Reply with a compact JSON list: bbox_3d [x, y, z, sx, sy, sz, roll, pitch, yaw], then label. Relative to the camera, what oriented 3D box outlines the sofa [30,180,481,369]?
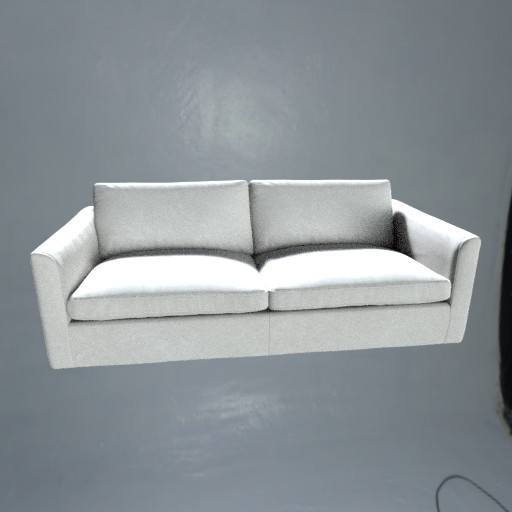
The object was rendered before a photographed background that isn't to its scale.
[{"bbox_3d":[0.000,0.000,2.734,2.588,0.838,1.090,-2,17,-7],"label":"sofa"}]
